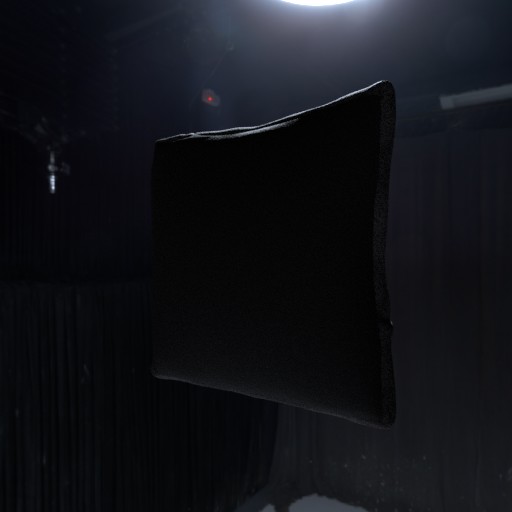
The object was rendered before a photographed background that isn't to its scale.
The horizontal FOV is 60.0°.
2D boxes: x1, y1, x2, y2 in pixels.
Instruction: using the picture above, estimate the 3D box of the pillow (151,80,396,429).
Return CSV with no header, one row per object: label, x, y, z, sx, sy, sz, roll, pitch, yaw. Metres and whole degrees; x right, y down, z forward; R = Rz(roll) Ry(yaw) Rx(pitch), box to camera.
pillow,0.000,0.000,0.809,0.522,0.520,0.204,0,0,35
